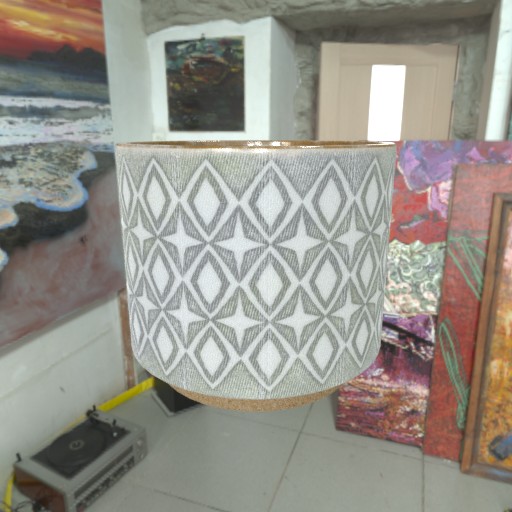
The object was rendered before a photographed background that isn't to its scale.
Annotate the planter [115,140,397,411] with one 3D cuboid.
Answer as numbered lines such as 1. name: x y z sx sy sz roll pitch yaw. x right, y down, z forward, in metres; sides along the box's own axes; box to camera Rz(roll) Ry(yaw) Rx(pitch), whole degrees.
1. planter: 0.000 0.000 0.448 0.255 0.223 0.255 0 16 0
